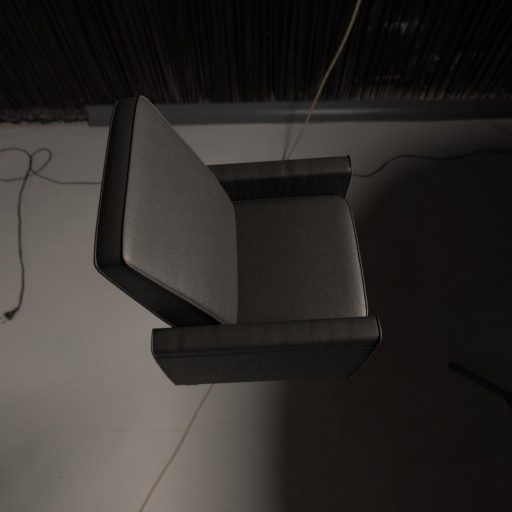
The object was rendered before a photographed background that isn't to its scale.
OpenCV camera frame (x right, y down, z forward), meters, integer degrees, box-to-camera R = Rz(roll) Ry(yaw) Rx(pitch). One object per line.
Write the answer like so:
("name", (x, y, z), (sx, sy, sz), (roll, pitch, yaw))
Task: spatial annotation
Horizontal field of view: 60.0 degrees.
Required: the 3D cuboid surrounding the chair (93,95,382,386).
("chair", (0.000, 0.000, 1.521), (0.746, 1.013, 0.705), (-2, 63, -1))
